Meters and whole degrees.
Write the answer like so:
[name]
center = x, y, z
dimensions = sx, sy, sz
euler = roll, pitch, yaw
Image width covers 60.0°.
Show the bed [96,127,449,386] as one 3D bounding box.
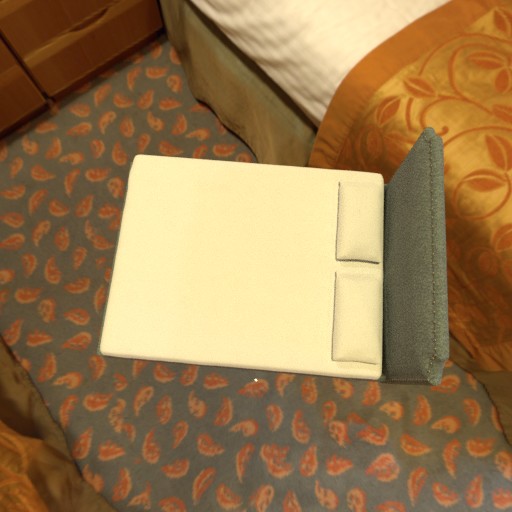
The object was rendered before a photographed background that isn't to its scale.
[bed]
center = 0.000, 0.000, 3.402
dimensions = 2.372, 1.443, 1.712
euler = 5, 74, 1
